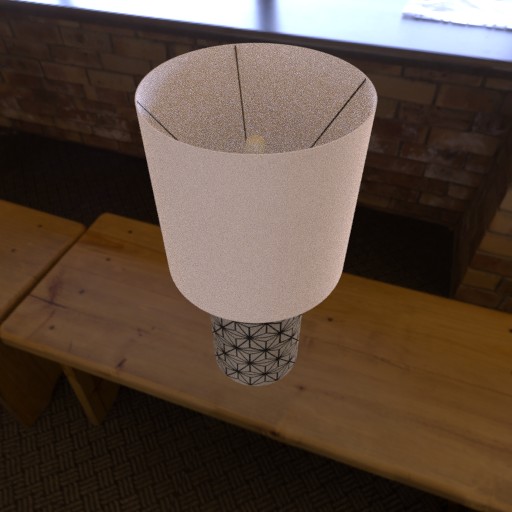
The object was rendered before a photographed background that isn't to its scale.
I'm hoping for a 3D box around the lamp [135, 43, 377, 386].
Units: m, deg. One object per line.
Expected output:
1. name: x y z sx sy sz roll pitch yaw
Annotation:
1. lamp: 0.000 0.000 0.533 0.206 0.416 0.206 -9 46 -8
